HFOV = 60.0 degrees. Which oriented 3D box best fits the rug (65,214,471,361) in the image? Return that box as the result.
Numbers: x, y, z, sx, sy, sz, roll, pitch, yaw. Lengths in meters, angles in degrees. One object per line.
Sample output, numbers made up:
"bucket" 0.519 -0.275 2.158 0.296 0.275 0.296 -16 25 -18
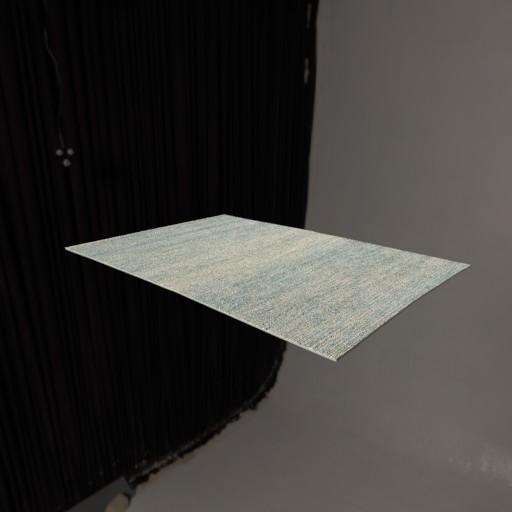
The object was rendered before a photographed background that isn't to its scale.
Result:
"rug" 0.000 0.000 5.336 4.078 0.052 2.802 15 23 40
